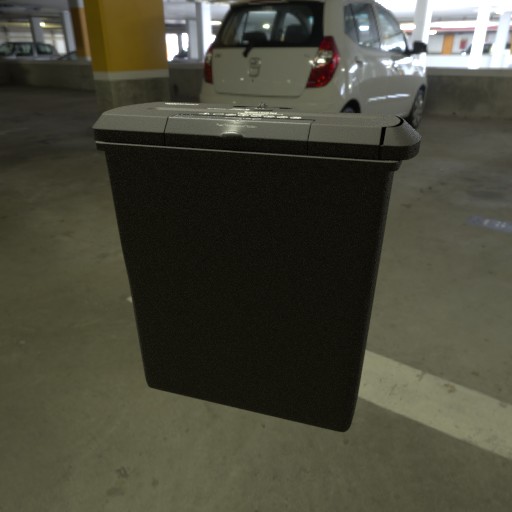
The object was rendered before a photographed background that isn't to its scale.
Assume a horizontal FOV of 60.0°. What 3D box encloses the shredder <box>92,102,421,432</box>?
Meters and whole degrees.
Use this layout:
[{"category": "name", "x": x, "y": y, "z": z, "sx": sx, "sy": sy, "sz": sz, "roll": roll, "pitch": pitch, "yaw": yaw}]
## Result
[{"category": "shredder", "x": 0.000, "y": 0.000, "z": 0.518, "sx": 0.320, "sy": 0.335, "sz": 0.170, "roll": 8, "pitch": 26, "yaw": 16}]
